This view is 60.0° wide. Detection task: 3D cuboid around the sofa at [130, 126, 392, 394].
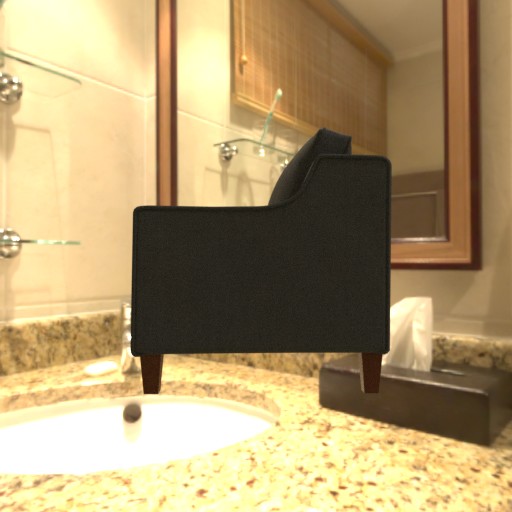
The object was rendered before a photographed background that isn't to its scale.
[{"bbox_3d":[0.000,0.000,2.510,0.911,0.974,1.986,0,0,-1],"label":"sofa"}]
